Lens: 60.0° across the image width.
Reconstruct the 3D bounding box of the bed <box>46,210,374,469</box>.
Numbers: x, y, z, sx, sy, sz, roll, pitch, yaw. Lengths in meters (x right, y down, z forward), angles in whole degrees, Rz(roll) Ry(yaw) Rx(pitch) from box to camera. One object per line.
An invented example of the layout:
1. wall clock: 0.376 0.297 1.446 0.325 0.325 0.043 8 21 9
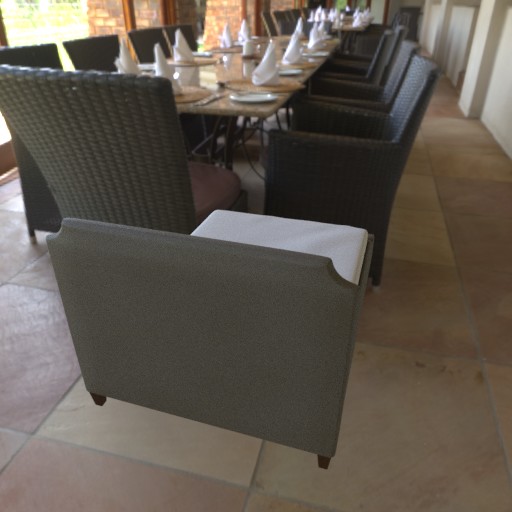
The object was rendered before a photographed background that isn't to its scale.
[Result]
1. bed: 0.000 0.000 3.452 1.712 1.443 2.372 9 31 15
